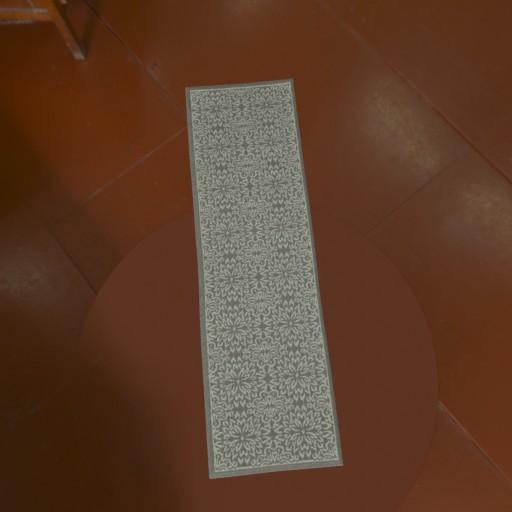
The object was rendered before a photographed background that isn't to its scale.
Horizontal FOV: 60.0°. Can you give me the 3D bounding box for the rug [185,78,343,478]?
[{"bbox_3d":[0.000,0.000,2.444,0.662,0.011,2.196,-5,76,-1],"label":"rug"}]
